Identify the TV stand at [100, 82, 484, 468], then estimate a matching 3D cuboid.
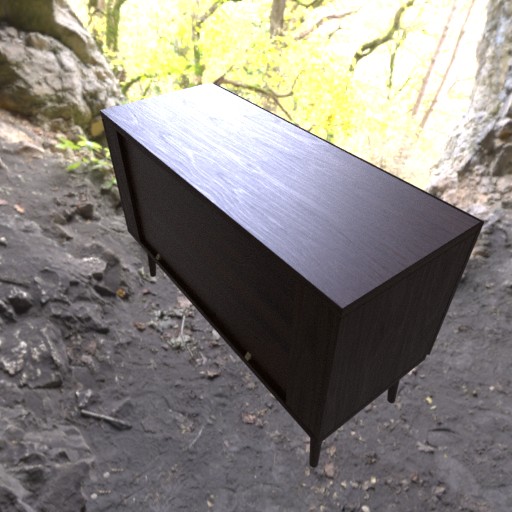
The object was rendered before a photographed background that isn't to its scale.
[{"bbox_3d":[0.000,0.000,1.308,0.405,0.660,0.990,-26,47,-27],"label":"TV stand"}]
